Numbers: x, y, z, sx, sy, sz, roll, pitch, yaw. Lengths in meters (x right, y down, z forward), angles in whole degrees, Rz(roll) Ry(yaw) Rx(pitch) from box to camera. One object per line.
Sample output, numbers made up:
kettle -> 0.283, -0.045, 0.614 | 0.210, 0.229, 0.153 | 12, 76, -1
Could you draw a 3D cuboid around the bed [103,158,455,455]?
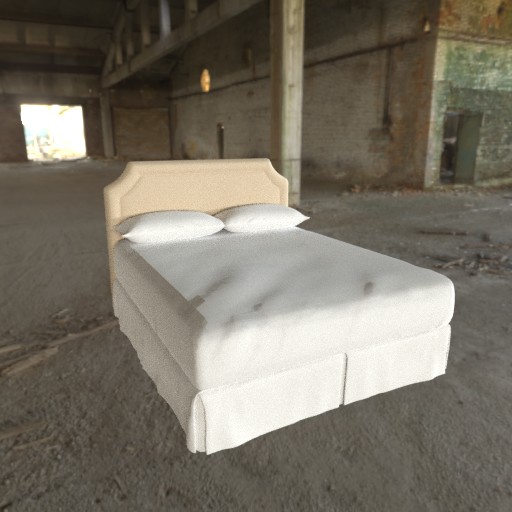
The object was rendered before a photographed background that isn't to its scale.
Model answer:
bed -> 0.000, 0.000, 3.829 | 2.134, 1.524, 2.548 | -8, 17, -27
